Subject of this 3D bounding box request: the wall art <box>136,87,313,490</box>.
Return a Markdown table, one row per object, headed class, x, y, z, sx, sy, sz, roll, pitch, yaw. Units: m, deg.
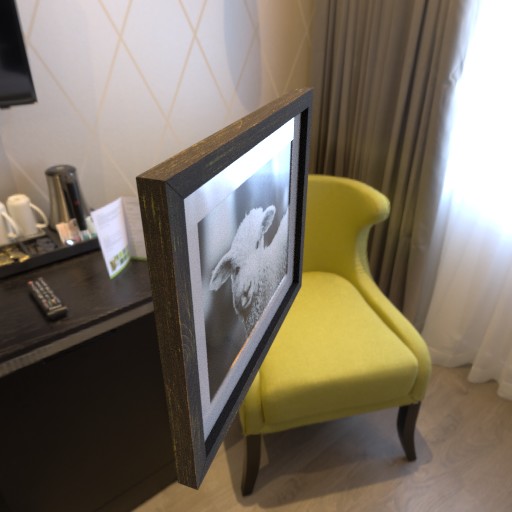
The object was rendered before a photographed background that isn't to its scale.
| class | x | y | z | sx | sy | sz | roll | pitch | yaw |
| --- | --- | --- | --- | --- | --- | --- | --- | --- | --- |
| wall art | 0.000 | 0.000 | 0.745 | 0.032 | 0.457 | 0.558 | 10 | 31 | 18 |
